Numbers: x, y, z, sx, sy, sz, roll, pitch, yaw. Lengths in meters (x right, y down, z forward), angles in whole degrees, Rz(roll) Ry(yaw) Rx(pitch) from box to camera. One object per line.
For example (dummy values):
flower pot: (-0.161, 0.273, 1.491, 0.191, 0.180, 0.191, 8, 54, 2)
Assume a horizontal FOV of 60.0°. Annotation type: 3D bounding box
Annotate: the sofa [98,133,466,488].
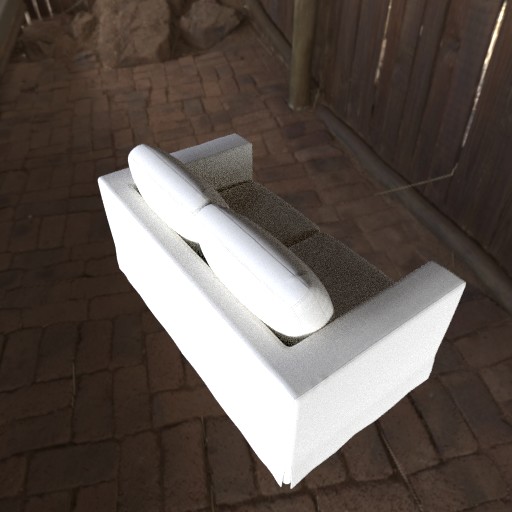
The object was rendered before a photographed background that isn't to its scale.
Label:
sofa: (0.000, 0.000, 2.388, 1.009, 0.932, 1.813, -26, 47, -26)
